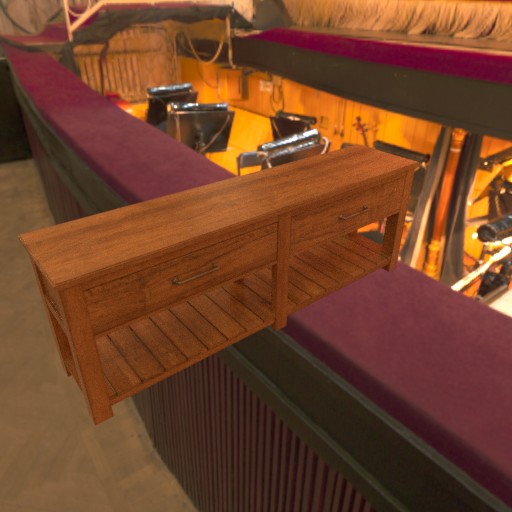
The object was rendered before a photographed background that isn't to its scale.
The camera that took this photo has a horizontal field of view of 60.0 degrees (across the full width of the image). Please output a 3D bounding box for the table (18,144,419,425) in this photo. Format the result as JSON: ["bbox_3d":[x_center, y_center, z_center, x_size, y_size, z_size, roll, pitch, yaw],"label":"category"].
[{"bbox_3d":[0.000,0.000,2.072,1.815,0.635,0.425,-22,37,-32],"label":"table"}]
